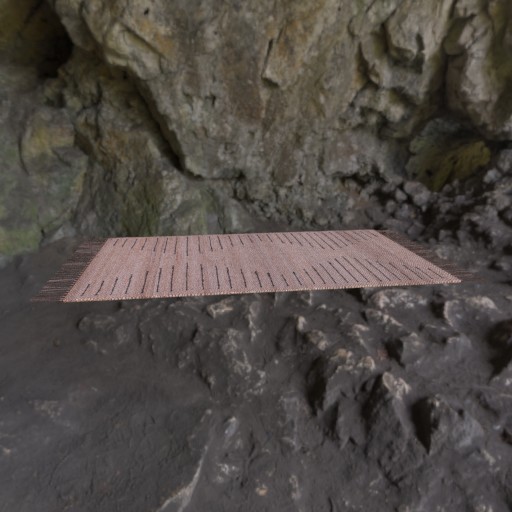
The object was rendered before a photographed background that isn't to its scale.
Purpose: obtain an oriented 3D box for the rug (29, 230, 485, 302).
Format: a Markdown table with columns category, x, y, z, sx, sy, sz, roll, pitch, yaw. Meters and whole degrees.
| category | x | y | z | sx | sy | sz | roll | pitch | yaw |
| --- | --- | --- | --- | --- | --- | --- | --- | --- | --- |
| rug | 0.000 | 0.000 | 2.057 | 1.718 | 0.017 | 0.905 | -2 | 17 | -8 |
